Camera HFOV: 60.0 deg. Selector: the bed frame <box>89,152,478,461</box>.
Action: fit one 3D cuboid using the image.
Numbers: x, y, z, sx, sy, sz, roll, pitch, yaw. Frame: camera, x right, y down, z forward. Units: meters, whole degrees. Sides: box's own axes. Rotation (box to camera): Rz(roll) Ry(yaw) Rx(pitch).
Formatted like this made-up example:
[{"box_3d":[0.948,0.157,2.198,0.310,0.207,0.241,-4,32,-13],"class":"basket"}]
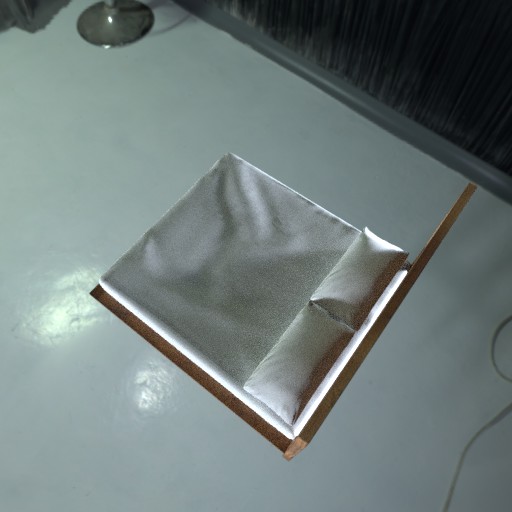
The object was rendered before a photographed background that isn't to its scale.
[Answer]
[{"box_3d":[0.000,0.000,3.623,2.235,1.537,2.038,34,67,16],"class":"bed frame"}]
